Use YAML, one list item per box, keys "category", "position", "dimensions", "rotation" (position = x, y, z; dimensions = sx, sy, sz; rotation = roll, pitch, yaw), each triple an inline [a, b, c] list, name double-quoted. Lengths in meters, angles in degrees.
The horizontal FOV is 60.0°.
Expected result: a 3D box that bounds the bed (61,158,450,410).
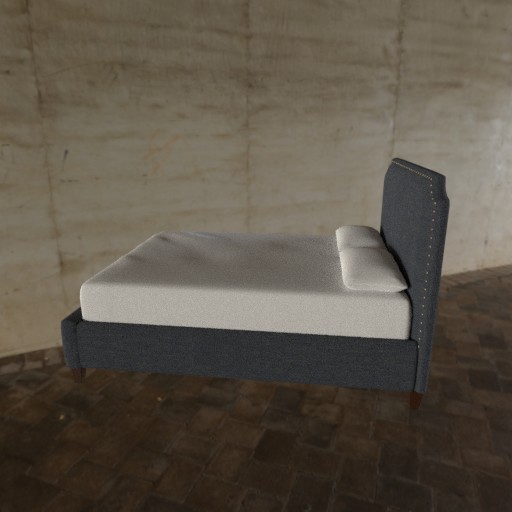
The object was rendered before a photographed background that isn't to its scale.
- category: "bed"
  position: [0.000, 0.000, 3.475]
  dimensions: [2.372, 1.443, 1.713]
  rotation: [2, 16, 7]
